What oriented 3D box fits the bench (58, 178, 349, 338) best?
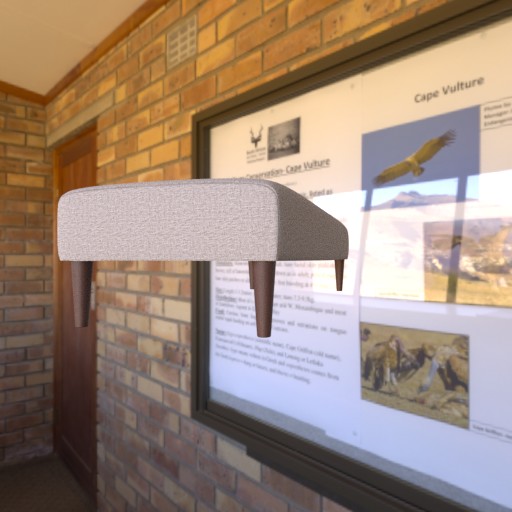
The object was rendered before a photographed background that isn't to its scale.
[{"bbox_3d":[0.000,0.000,1.824,0.631,0.383,1.598,0,0,17],"label":"bench"}]
